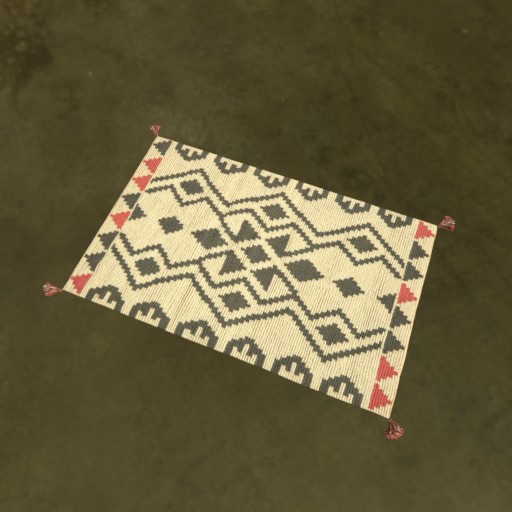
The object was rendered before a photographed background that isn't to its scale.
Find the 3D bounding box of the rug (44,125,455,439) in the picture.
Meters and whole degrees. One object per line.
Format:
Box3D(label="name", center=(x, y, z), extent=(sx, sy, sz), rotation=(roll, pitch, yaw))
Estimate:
Box3D(label="rug", center=(0.000, 0.000, 3.317), extent=(2.672, 0.066, 1.741), rotation=(20, 66, 9))
